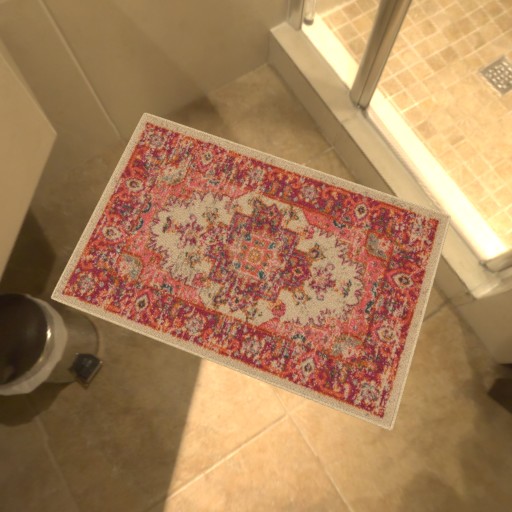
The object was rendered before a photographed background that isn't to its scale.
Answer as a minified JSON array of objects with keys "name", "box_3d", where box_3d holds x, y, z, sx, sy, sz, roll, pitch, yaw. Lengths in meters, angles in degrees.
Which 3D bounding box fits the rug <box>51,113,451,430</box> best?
[{"name":"rug","box_3d":[0.000,0.000,1.113,0.868,0.004,0.556,20,75,5]}]
